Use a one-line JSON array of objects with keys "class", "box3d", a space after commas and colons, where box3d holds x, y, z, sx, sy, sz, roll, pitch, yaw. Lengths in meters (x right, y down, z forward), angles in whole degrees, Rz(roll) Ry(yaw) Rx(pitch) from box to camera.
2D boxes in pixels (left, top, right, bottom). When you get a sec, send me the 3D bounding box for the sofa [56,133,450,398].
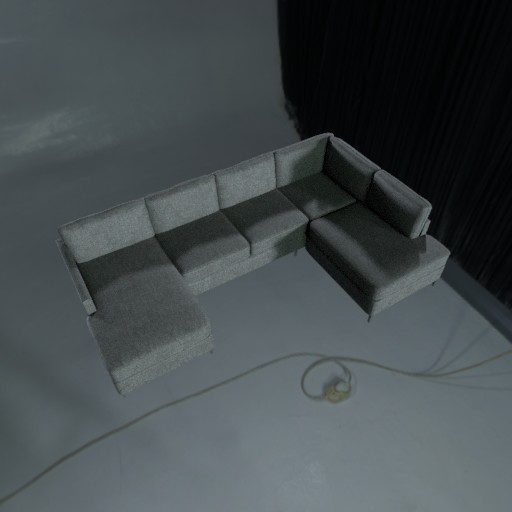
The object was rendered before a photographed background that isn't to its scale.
[{"class": "sofa", "box3d": [0.000, 0.000, 4.491, 3.423, 0.999, 2.048, -24, 51, -21]}]
